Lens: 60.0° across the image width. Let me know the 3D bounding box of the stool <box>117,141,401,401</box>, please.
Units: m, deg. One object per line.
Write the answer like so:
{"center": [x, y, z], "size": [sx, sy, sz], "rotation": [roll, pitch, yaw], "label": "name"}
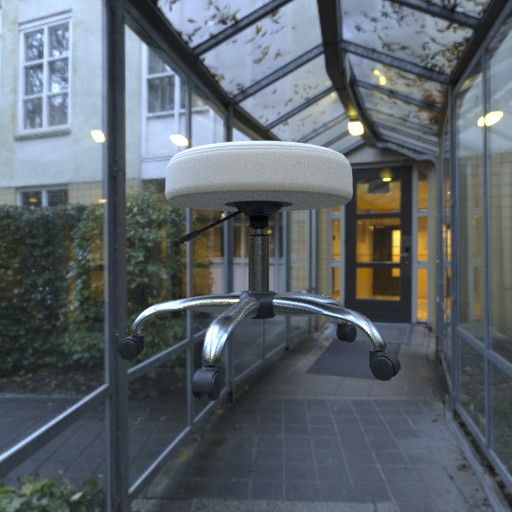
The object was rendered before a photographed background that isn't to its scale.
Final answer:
{"center": [0.000, 0.000, 1.021], "size": [0.634, 0.482, 0.614], "rotation": [0, 1, 17], "label": "stool"}
